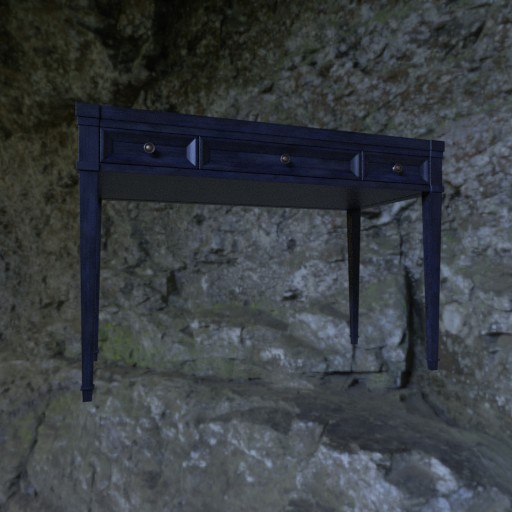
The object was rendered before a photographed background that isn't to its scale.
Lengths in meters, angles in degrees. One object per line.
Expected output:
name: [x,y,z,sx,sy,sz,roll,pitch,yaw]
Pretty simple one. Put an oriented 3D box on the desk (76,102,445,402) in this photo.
desk: [0.000,0.000,1.755,1.289,0.861,0.630,0,-1,-18]
